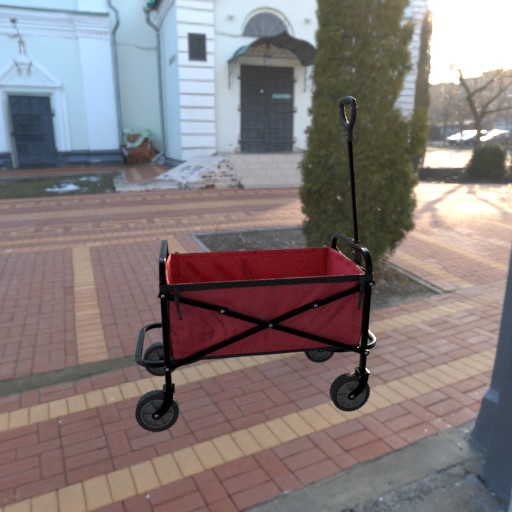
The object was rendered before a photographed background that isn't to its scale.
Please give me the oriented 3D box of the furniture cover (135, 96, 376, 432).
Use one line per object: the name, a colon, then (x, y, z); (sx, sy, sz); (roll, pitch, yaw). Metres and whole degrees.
furniture cover: (0.000, 0.000, 1.891); (1.038, 1.295, 0.532); (-3, 16, -9)
